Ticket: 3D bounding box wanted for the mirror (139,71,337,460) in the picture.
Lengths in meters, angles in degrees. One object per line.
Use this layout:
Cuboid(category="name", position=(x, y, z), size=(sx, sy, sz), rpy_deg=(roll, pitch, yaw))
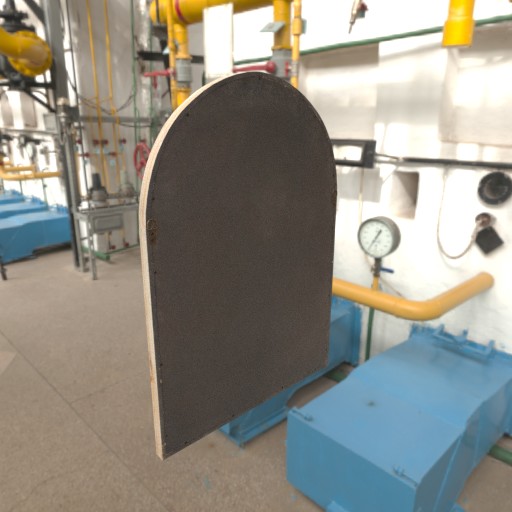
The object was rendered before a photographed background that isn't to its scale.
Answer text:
Cuboid(category="mirror", position=(0.000, 0.000, 1.194), size=(0.660, 0.920, 0.032), rpy_deg=(-15, 22, -41))
